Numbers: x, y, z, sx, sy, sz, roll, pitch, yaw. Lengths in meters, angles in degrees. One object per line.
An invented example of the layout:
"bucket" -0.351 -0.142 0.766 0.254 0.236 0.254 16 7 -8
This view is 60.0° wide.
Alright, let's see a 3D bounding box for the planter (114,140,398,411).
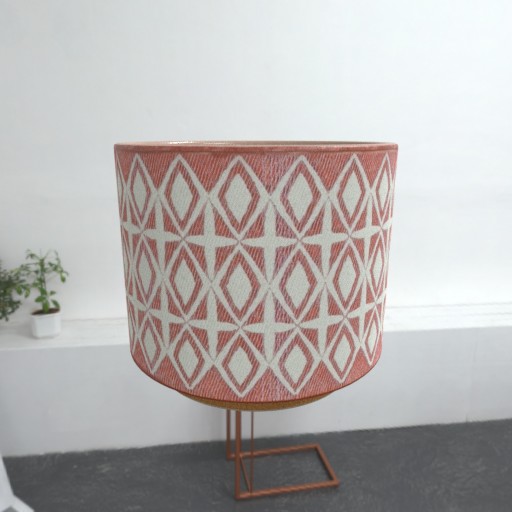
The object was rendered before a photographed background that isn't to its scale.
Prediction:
"planter" 0.000 0.000 0.476 0.273 0.237 0.273 0 15 0
